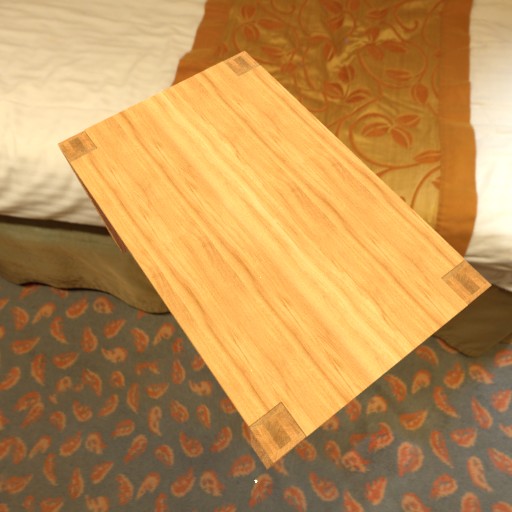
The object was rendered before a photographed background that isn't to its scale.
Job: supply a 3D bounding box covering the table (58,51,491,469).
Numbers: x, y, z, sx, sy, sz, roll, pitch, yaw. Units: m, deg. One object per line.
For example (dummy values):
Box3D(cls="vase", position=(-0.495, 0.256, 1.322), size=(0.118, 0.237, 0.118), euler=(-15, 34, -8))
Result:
Box3D(cls="table", position=(0.000, 0.000, 1.929), size=(0.900, 0.760, 1.400), euler=(-33, 68, -15))
